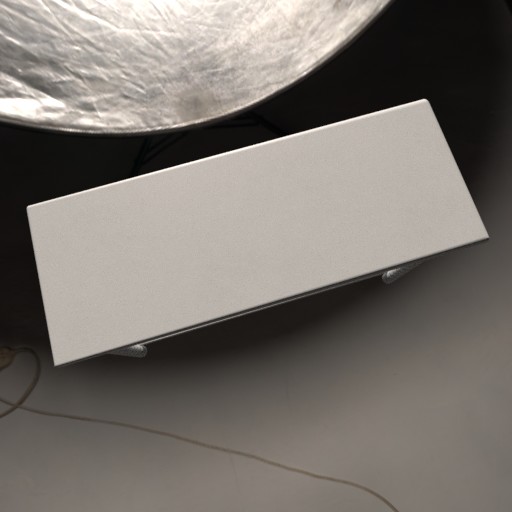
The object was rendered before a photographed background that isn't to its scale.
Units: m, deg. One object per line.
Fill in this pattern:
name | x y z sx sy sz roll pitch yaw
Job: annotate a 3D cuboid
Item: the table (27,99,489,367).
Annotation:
table | 0.000 0.000 1.557 1.184 0.740 0.459 -16 76 -4
